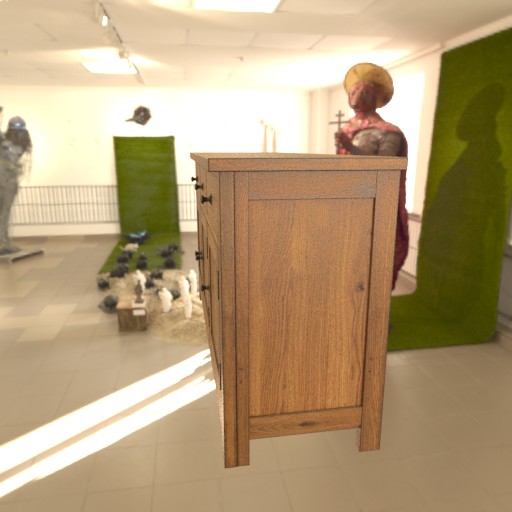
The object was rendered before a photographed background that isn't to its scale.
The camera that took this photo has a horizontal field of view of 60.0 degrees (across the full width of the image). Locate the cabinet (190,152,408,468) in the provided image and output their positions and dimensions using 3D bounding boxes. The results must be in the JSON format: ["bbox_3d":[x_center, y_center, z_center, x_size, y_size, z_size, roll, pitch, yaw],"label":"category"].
[{"bbox_3d":[0.000,0.000,1.811,0.480,0.813,1.474,-2,14,-9],"label":"cabinet"}]
